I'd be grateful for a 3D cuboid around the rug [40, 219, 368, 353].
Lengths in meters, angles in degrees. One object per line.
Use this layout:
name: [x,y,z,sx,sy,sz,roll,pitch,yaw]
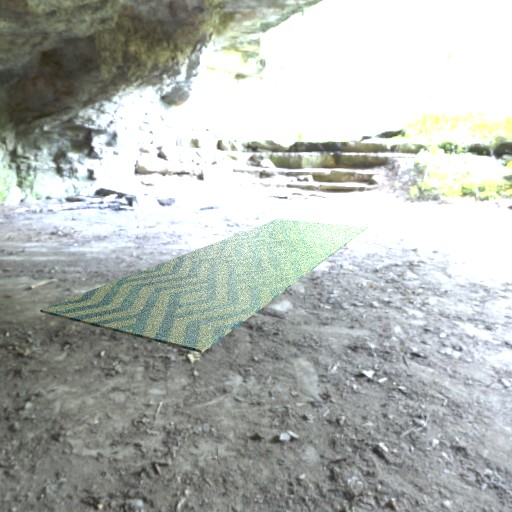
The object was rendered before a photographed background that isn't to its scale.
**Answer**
rug: [0.000,0.000,1.683,0.503,0.007,1.492,8,17,26]
